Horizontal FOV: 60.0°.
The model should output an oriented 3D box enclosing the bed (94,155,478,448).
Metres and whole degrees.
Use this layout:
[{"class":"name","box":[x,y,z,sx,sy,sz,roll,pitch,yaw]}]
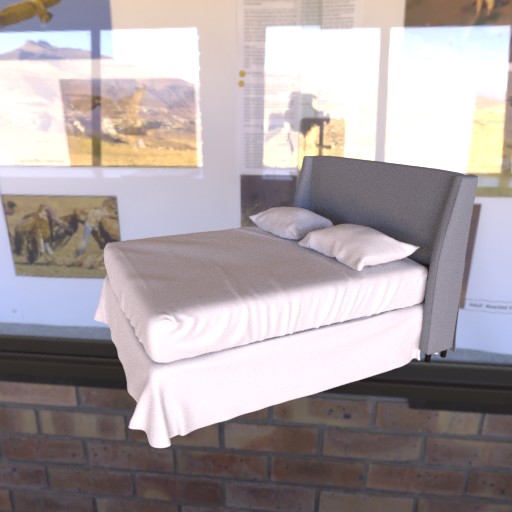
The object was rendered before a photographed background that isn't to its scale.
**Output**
[{"class":"bed","box":[0.000,0.000,3.358,2.276,1.332,1.925,-8,19,-25]}]
